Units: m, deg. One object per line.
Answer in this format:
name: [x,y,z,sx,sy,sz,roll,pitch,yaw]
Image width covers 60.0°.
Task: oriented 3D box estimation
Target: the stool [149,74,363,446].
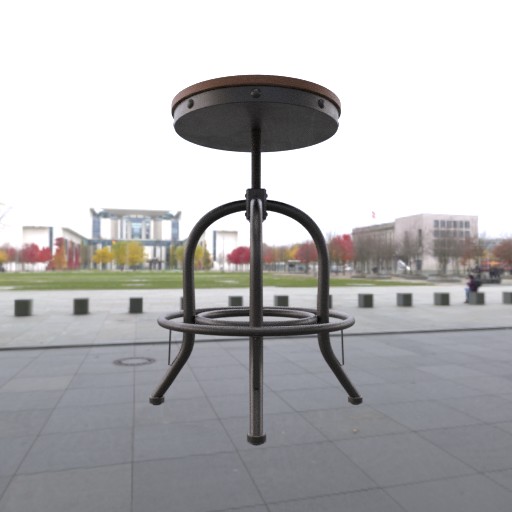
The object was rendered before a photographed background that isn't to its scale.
stool: [0.000,0.000,0.918,0.439,0.609,0.439,0,-1,0]
